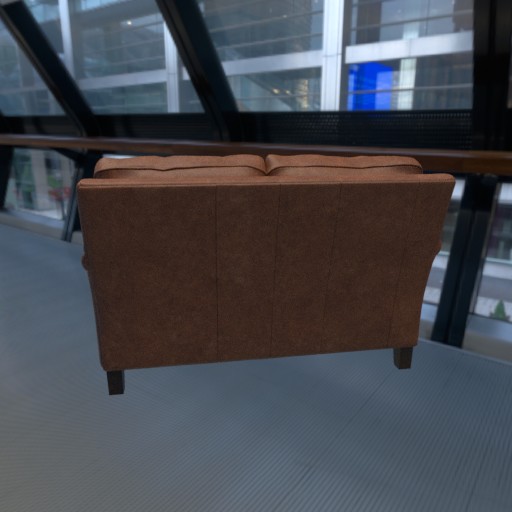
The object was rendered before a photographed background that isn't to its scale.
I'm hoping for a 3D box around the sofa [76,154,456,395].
[{"bbox_3d":[0.000,0.000,2.215,1.527,1.004,1.077,-2,15,-9],"label":"sofa"}]
